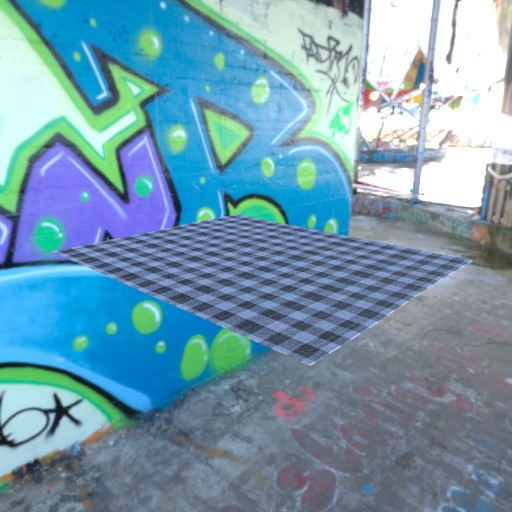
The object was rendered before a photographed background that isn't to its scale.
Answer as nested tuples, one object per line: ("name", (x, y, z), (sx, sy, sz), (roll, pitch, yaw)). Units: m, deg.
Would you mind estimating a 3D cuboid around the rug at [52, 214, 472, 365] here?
("rug", (0.000, 0.000, 4.065), (3.021, 0.013, 2.432), (15, 22, 41))
